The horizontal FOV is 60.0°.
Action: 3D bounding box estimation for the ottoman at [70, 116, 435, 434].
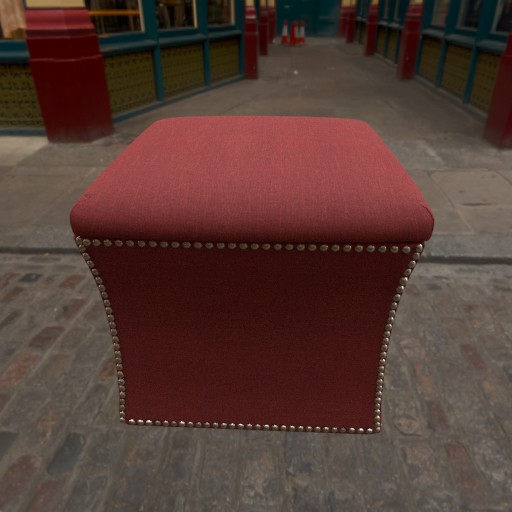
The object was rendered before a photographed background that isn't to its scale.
[{"bbox_3d":[0.000,0.000,0.885,0.507,0.475,0.497,1,30,2],"label":"ottoman"}]
